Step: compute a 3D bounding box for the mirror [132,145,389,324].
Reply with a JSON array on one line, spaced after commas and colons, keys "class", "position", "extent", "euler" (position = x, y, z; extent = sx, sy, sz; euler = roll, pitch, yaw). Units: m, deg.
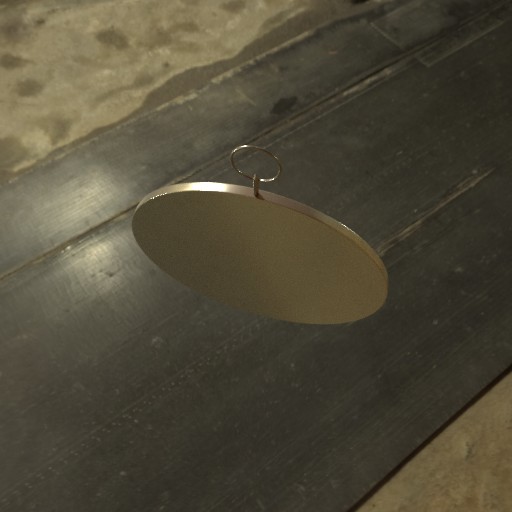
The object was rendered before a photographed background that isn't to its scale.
[{"class": "mirror", "position": [0.000, 0.000, 0.975], "extent": [0.594, 0.713, 0.020], "euler": [14, 64, 7]}]
